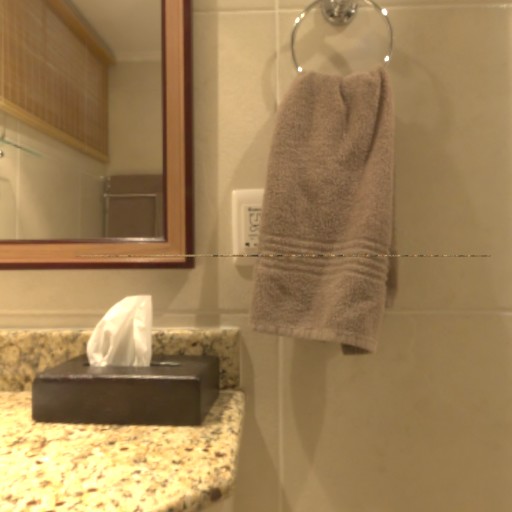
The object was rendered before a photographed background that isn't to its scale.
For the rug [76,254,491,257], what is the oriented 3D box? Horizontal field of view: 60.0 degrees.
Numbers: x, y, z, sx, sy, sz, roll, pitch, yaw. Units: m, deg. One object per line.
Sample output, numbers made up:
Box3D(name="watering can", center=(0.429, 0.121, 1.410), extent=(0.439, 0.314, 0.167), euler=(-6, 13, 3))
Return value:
Box3D(name="rug", center=(0.000, 0.000, 4.057), extent=(2.439, 0.010, 3.048), euler=(0, 0, -36))
